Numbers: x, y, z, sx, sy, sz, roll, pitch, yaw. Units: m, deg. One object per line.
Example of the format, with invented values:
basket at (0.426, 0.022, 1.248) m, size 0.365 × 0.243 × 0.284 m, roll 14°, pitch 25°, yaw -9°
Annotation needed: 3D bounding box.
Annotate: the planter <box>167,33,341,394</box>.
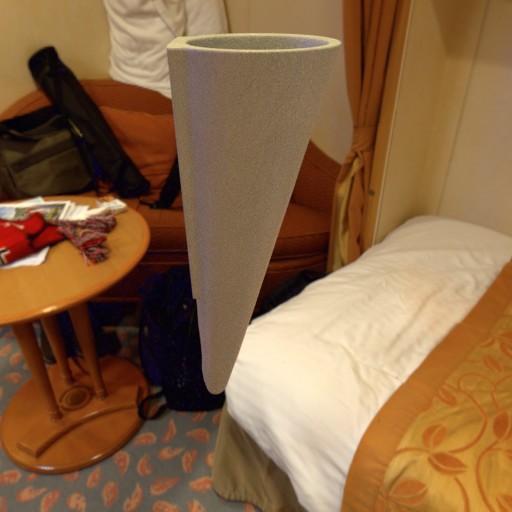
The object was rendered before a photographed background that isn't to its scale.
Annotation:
planter at (0.000, 0.000, 0.218) m, size 0.064 × 0.191 × 0.057 m, roll -1°, pitch 32°, yaw -1°
